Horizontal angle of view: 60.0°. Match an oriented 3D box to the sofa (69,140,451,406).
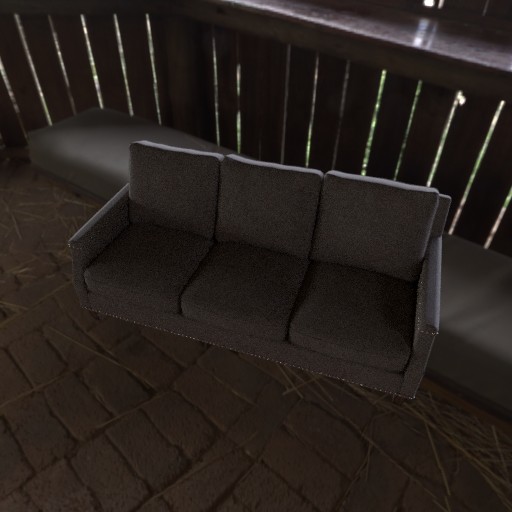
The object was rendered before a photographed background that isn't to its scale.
[{"bbox_3d":[0.000,0.000,2.883,2.226,1.042,1.034,12,43,14],"label":"sofa"}]
